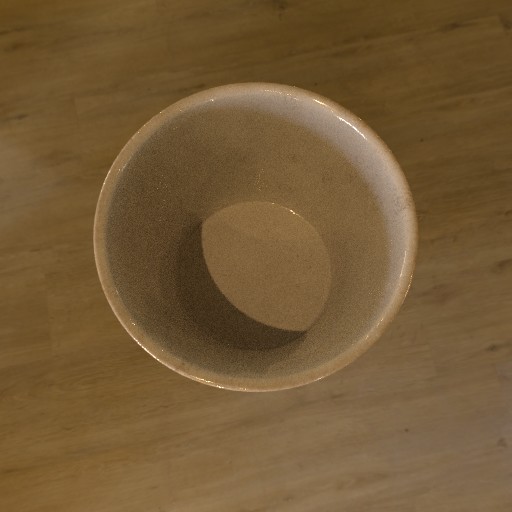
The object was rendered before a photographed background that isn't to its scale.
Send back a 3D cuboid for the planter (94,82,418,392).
[{"bbox_3d":[0.000,0.000,0.223,0.126,0.104,0.126,0,75,0],"label":"planter"}]
